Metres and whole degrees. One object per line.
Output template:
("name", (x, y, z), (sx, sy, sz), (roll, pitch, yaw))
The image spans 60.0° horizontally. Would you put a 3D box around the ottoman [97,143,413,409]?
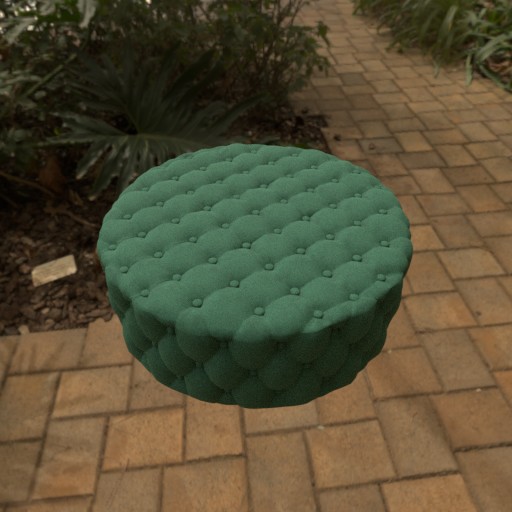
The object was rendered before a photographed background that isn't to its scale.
("ottoman", (0.000, 0.000, 1.528), (0.998, 0.399, 0.998), (0, 42, 0))
